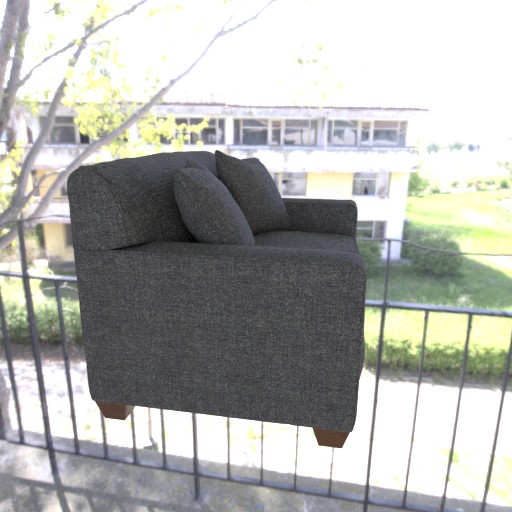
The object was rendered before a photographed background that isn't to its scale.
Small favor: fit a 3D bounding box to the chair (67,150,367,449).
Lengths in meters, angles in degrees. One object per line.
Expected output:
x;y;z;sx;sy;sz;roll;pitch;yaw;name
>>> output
0.000;0.000;2.064;1.000;0.948;1.383;3;15;11;chair
